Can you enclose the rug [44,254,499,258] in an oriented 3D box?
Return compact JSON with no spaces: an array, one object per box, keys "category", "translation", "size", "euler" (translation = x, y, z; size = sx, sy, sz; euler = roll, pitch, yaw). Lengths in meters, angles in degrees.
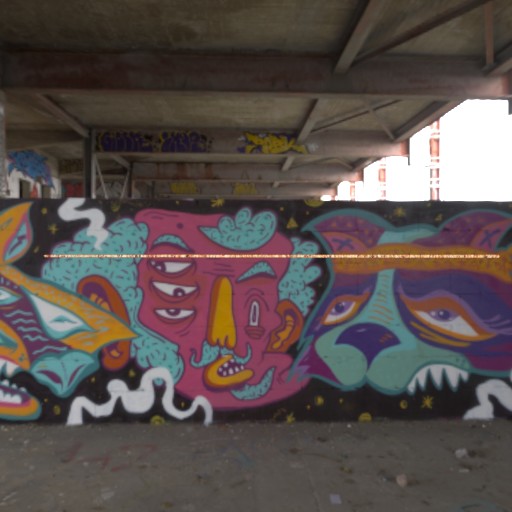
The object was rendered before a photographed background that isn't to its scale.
[{"category":"rug","translation":[0.000,0.000,2.414],"size":[2.237,0.014,0.680],"euler":[0,0,18]}]
